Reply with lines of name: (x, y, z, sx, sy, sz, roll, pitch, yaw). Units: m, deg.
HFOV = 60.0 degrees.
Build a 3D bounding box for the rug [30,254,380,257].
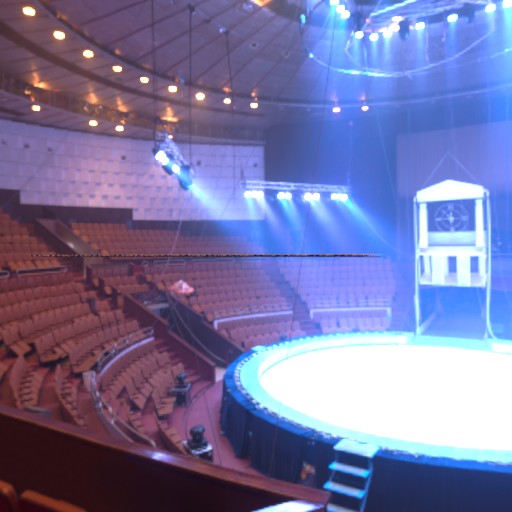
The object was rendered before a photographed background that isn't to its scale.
rug: (0.000, 0.000, 2.338, 1.247, 0.008, 1.802, 0, 0, 17)
